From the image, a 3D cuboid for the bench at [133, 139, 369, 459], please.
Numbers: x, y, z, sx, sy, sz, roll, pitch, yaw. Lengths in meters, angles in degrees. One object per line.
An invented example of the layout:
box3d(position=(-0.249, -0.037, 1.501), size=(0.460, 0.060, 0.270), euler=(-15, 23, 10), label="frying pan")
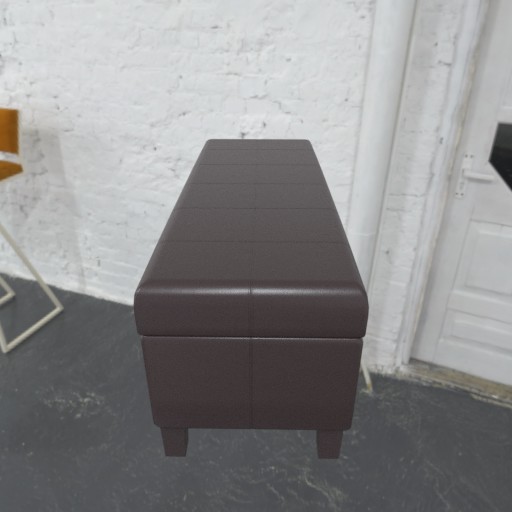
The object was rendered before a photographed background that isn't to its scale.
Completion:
box3d(position=(0.000, 0.000, 1.344), size=(0.429, 0.457, 1.092), euler=(0, 28, 1), label="bench")
